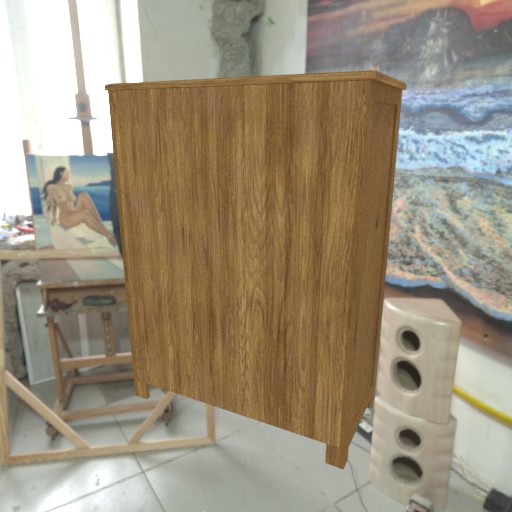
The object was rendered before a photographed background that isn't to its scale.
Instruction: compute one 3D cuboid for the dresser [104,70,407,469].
[{"bbox_3d":[0.000,0.000,1.971,1.081,1.431,0.558,9,19,26],"label":"dresser"}]
